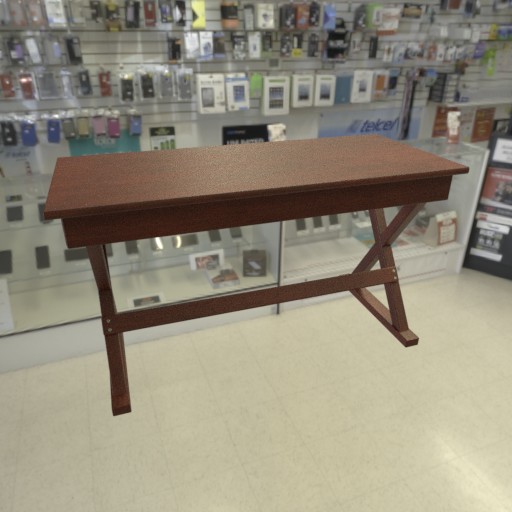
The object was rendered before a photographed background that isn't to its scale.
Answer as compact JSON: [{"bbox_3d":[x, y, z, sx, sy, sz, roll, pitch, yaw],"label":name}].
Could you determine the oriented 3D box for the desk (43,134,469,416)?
[{"bbox_3d":[0.000,0.000,1.775,1.372,0.761,0.600,-9,28,-16],"label":"desk"}]
